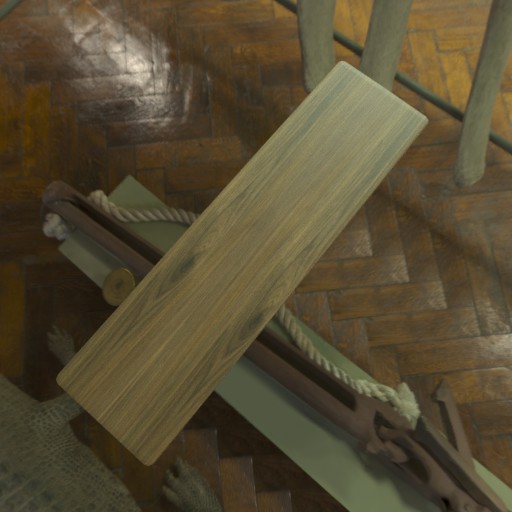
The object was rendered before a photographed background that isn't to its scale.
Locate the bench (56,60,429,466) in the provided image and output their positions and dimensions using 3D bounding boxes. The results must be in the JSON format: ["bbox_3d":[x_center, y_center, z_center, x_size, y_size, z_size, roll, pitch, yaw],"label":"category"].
[{"bbox_3d":[0.000,0.000,1.780,0.425,0.462,1.570,39,79,9],"label":"bench"}]
